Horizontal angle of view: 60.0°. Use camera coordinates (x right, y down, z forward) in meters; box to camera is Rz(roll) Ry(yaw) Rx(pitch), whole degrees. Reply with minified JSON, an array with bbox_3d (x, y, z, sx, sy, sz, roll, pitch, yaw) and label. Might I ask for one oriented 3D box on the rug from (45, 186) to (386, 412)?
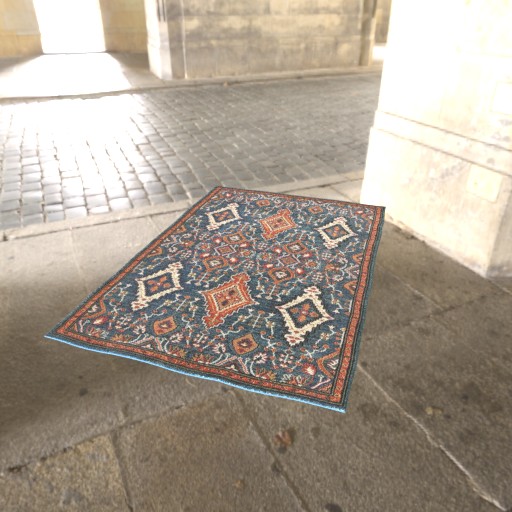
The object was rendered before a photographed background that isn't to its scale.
[{"bbox_3d":[0.000,0.000,3.113,1.622,0.009,2.373,9,31,16],"label":"rug"}]
